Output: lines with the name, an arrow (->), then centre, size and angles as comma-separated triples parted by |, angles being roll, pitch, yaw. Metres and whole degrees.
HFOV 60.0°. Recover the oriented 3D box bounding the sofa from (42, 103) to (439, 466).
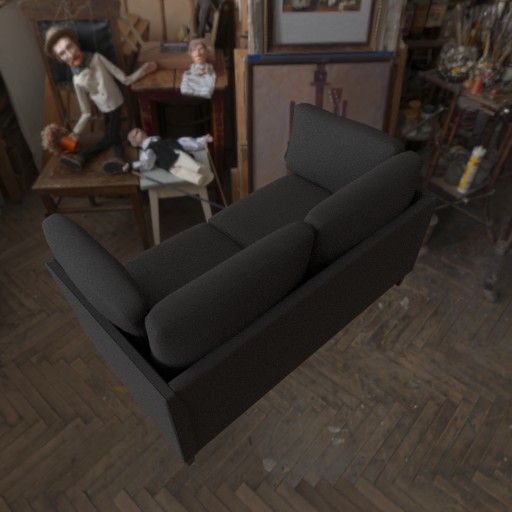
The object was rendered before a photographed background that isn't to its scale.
sofa -> 0.000, 0.000, 2.313 | 1.751, 0.920, 0.969 | -33, 54, -28
